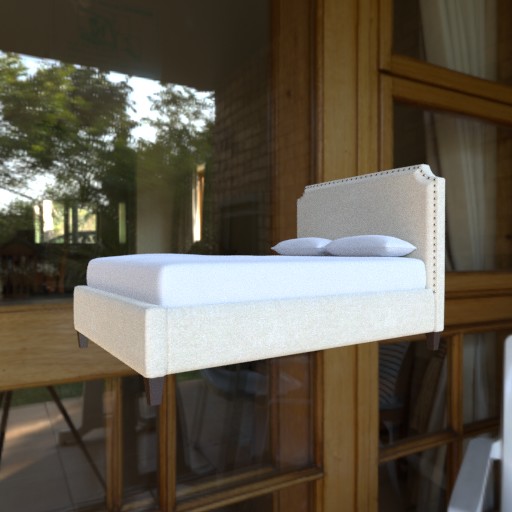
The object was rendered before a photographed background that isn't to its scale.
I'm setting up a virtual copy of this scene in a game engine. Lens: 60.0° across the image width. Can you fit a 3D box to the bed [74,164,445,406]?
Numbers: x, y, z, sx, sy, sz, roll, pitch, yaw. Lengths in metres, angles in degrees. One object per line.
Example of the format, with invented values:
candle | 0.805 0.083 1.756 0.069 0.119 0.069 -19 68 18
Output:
bed | 0.000 0.000 3.484 2.381 1.457 1.713 0 1 -33
